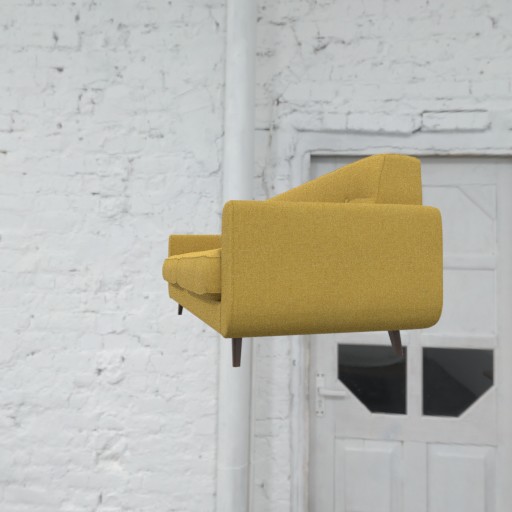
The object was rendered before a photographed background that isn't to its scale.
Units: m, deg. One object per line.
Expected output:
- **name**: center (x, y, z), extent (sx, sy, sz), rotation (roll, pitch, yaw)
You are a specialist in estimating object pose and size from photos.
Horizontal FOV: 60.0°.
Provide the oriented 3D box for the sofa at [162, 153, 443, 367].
- **sofa**: center (0.000, 0.000, 2.545), extent (0.909, 0.841, 2.029), rotation (0, -1, -17)
